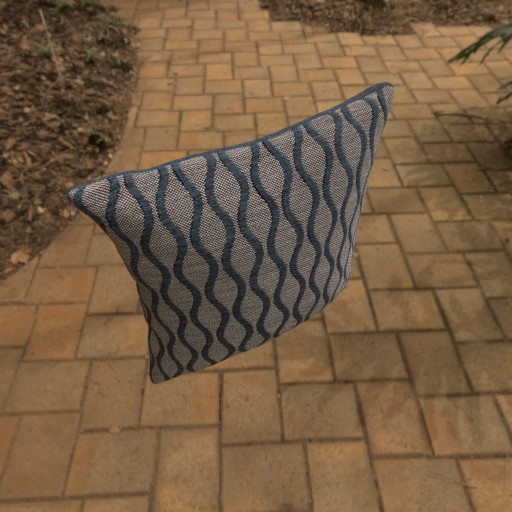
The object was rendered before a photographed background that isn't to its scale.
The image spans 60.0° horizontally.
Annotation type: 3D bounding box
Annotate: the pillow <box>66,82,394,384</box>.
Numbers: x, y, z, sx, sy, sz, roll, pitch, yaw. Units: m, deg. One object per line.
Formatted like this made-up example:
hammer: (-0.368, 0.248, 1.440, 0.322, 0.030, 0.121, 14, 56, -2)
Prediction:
pillow: (0.000, 0.000, 0.672, 0.435, 0.435, 0.159, -25, 53, -20)
